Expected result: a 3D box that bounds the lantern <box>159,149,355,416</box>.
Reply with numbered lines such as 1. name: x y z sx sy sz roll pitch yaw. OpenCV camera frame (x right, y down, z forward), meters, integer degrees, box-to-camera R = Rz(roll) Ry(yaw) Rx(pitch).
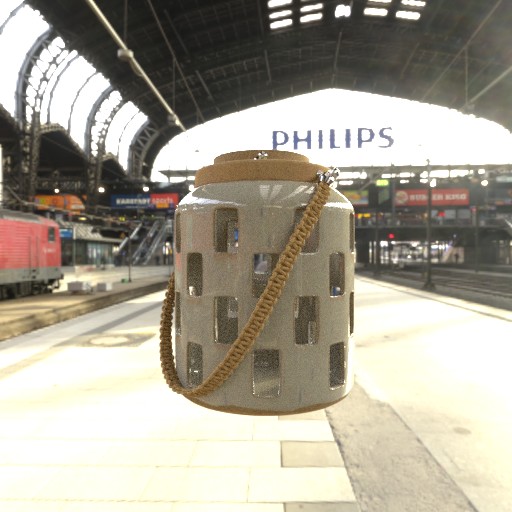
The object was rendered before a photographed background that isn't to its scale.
1. lantern: 0.000 0.000 0.502 0.184 0.255 0.347 0 0 0
